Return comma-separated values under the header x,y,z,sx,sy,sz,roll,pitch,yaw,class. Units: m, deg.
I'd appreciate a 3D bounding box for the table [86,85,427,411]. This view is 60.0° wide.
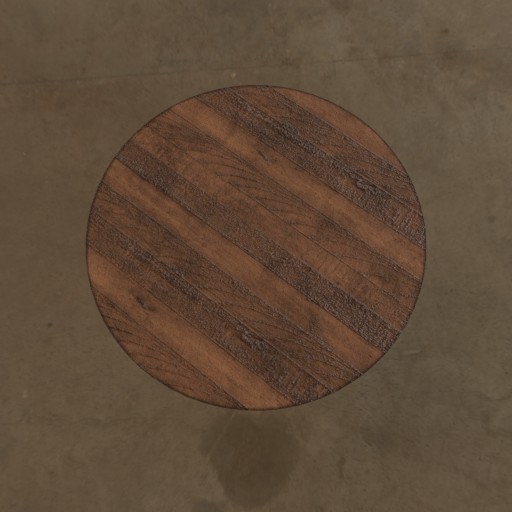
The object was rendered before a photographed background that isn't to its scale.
x,y,z,sx,sy,sz,roll,pitch,yaw,class
0.000,0.000,1.316,0.837,0.462,0.837,0,75,0,table
